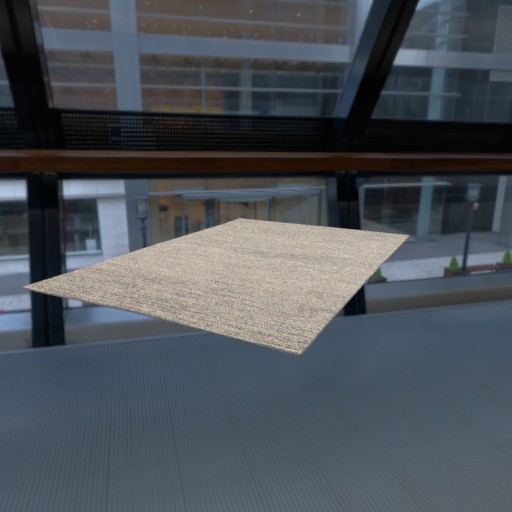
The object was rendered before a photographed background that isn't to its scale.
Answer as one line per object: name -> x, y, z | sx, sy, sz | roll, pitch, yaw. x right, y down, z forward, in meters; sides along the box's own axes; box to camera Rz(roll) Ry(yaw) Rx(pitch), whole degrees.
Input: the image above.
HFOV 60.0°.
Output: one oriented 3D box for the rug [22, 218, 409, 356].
rug -> 0.000, 0.000, 2.981 | 1.604, 0.030, 2.307 | 8, 17, 27
